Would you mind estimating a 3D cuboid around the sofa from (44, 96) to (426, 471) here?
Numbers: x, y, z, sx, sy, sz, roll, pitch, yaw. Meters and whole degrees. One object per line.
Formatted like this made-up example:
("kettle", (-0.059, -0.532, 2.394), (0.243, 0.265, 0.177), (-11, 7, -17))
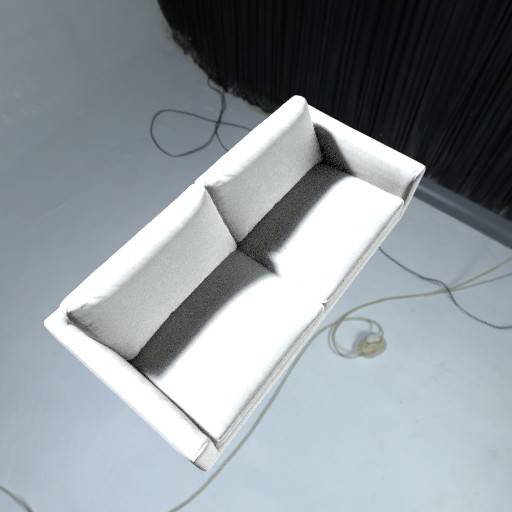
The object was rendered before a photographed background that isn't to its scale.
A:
("sofa", (0.000, 0.000, 2.777), (1.090, 0.838, 2.588), (34, 65, 19))
